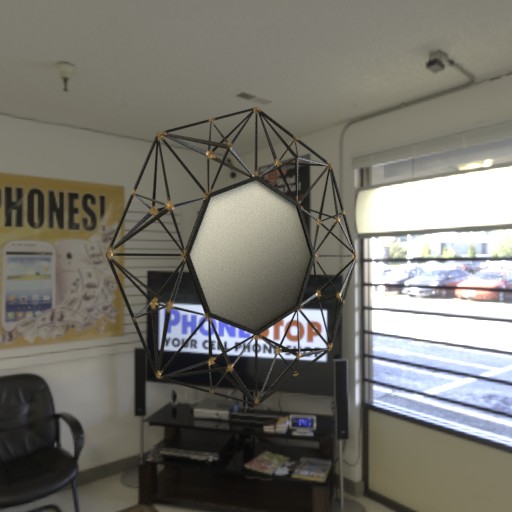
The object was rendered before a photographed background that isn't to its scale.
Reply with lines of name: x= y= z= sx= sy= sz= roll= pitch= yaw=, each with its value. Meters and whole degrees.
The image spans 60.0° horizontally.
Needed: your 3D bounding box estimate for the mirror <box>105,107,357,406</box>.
mirror: x=0.000 y=0.000 z=1.055 sx=0.710 sy=0.710 sz=0.094 roll=0 pitch=-1 yaw=-36
